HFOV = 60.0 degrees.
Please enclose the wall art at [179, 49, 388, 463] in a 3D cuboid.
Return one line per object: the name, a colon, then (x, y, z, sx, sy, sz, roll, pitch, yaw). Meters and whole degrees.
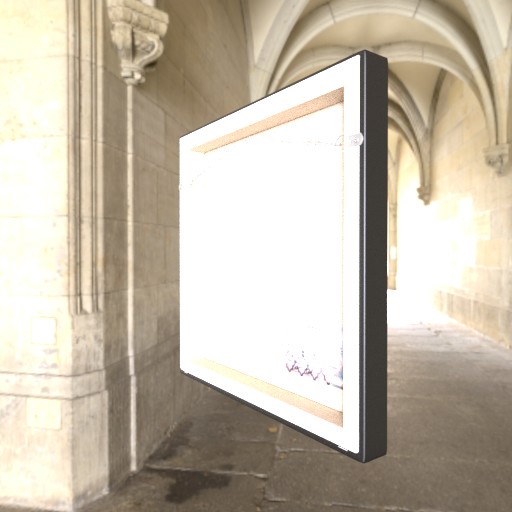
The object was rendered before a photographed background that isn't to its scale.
wall art: (0.000, 0.000, 0.605, 0.041, 0.407, 0.406, 0, 1, -36)
